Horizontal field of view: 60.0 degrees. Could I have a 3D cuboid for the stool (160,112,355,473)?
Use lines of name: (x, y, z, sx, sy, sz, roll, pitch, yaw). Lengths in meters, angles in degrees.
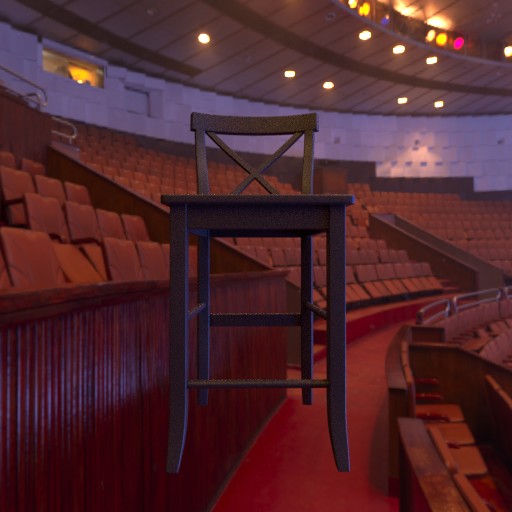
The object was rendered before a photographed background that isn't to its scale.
stool: (0.000, 0.000, 1.289, 0.452, 0.989, 0.559, 0, -1, -1)
